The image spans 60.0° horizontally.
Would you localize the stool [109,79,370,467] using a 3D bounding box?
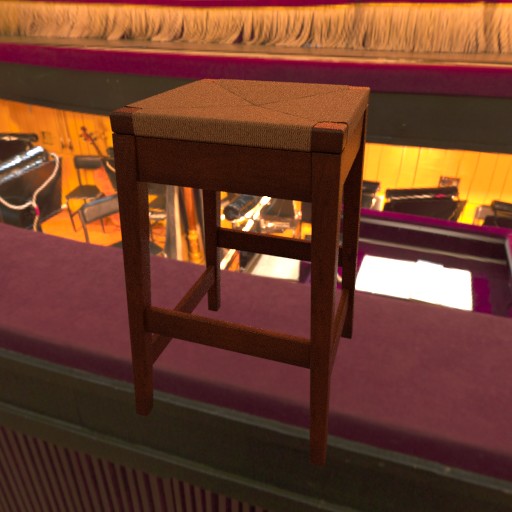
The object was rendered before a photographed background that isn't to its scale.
[{"bbox_3d":[0.000,0.000,1.112,0.497,0.762,0.507,9,31,16],"label":"stool"}]
